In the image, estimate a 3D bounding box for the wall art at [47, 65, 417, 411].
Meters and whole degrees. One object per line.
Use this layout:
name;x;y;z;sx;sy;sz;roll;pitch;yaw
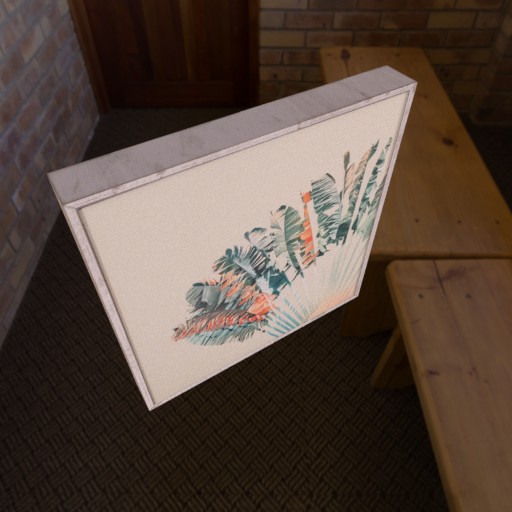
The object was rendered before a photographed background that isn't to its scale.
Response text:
wall art;0.000;0.000;0.450;0.305;0.303;0.038;-25;52;-21
